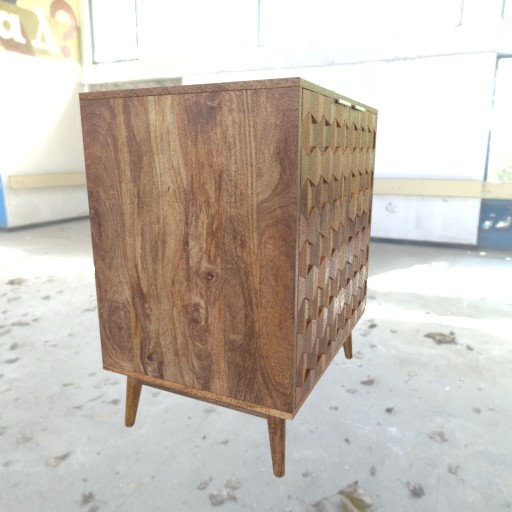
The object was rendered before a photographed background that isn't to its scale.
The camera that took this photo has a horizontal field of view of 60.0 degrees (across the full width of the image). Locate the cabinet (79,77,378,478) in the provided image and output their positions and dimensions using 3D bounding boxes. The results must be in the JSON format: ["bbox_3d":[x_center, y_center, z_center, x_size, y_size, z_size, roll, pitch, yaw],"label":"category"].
[{"bbox_3d":[0.000,0.000,1.153,0.473,0.758,0.647,6,15,25],"label":"cabinet"}]
